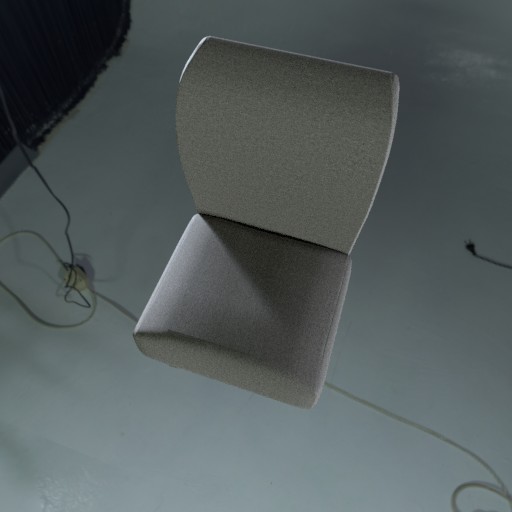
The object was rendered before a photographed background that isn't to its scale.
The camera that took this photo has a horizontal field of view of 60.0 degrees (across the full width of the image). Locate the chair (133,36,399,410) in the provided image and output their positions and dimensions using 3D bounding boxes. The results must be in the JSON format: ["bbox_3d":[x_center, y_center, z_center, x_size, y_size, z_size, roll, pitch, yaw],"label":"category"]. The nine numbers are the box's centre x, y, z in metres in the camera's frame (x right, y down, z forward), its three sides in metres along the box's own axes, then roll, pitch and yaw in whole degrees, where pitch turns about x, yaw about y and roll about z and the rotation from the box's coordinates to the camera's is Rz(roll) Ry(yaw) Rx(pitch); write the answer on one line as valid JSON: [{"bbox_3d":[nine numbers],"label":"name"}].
[{"bbox_3d":[0.000,0.000,1.163,0.513,0.804,0.592,15,60,9],"label":"chair"}]
